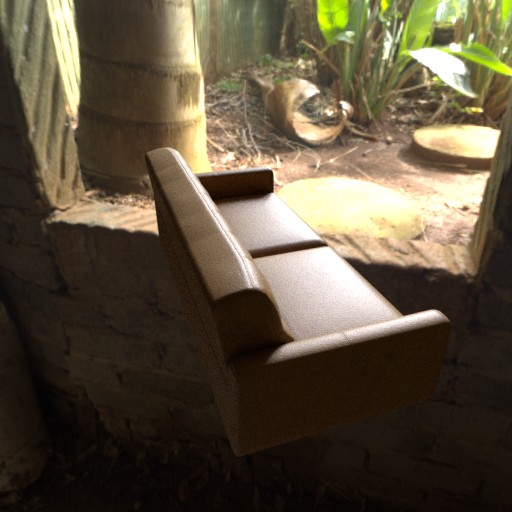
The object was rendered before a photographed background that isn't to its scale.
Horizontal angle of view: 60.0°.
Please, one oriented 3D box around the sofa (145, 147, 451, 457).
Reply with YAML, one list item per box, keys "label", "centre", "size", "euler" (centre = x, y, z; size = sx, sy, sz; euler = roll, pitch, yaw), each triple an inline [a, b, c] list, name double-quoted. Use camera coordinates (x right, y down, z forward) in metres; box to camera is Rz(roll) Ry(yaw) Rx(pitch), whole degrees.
- label: "sofa"
  centre: [0.000, 0.000, 2.602]
  size: [0.980, 0.892, 2.137]
  euler: [-10, 31, -17]
